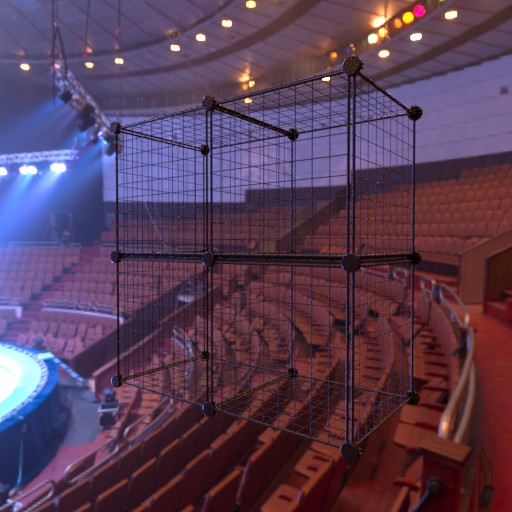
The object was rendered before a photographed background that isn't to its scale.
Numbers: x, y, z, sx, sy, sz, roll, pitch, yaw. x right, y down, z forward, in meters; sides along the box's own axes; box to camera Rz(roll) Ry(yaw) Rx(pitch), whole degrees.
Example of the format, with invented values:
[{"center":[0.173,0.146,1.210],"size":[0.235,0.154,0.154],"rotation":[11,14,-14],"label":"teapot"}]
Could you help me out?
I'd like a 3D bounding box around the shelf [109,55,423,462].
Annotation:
[{"center":[0.000,0.000,1.120],"size":[0.711,0.711,0.356],"rotation":[1,2,37],"label":"shelf"}]
